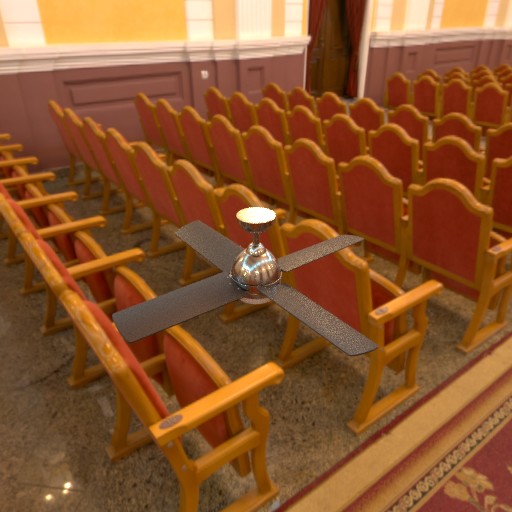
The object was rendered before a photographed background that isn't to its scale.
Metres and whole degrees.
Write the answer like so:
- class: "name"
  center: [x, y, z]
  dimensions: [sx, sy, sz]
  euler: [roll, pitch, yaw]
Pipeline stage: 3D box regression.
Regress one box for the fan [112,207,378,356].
- class: "fan"
  center: [0.000, 0.000, 2.005]
  dimensions: [1.332, 0.403, 1.332]
  euler: [-20, 35, -32]
